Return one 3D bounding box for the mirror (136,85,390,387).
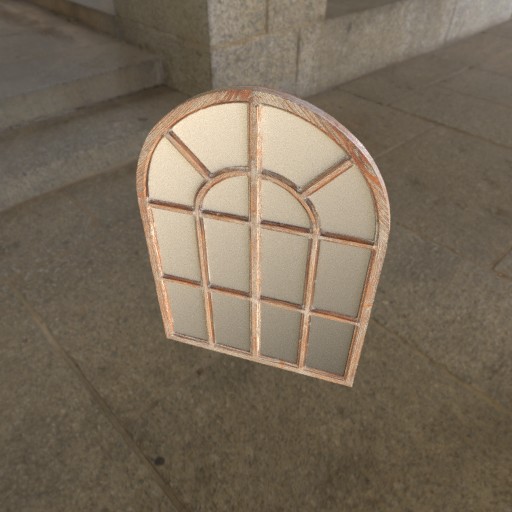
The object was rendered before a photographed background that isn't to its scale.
[{"bbox_3d":[0.000,0.000,1.218,0.660,0.920,0.032,12,42,13],"label":"mirror"}]
